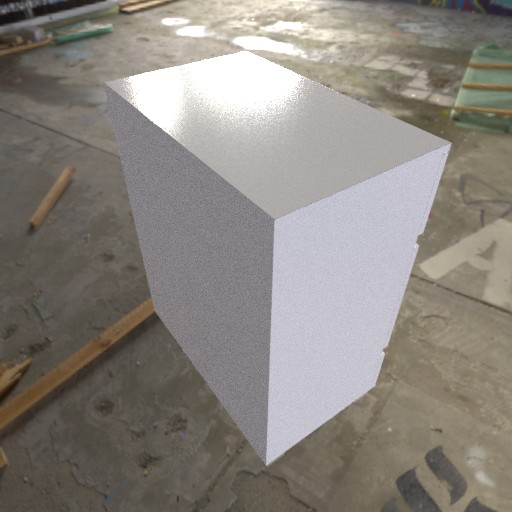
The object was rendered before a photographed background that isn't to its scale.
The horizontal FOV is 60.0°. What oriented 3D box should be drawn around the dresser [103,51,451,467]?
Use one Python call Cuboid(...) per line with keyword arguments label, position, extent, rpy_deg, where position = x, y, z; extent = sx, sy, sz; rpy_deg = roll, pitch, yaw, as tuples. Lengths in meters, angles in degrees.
Cuboid(label="dresser", position=(0.000, 0.000, 1.170), extent=(0.400, 0.800, 0.650), rpy_deg=(-25, 47, -26))
